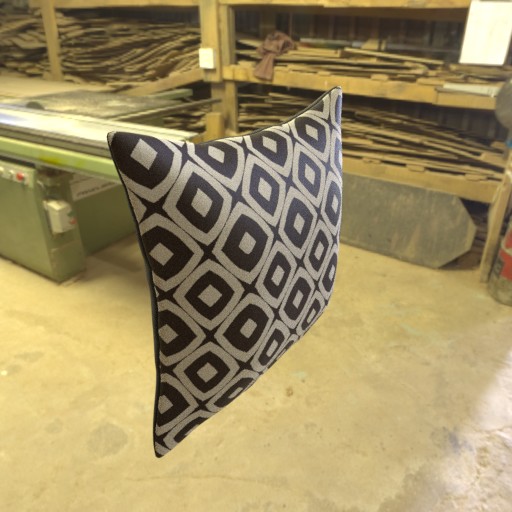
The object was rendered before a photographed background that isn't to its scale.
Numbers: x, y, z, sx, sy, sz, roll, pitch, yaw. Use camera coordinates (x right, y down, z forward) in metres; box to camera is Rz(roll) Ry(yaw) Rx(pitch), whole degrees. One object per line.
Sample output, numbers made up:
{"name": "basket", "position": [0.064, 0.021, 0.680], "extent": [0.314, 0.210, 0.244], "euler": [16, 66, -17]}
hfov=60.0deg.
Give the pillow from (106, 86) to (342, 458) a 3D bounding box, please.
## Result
{"name": "pillow", "position": [0.000, 0.000, 0.745], "extent": [0.188, 0.494, 0.504], "euler": [19, 33, 33]}
